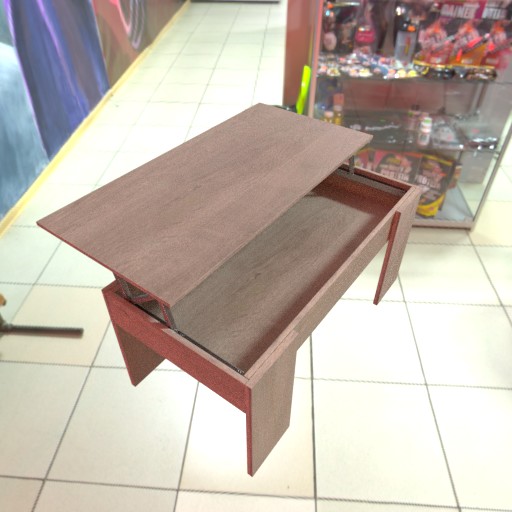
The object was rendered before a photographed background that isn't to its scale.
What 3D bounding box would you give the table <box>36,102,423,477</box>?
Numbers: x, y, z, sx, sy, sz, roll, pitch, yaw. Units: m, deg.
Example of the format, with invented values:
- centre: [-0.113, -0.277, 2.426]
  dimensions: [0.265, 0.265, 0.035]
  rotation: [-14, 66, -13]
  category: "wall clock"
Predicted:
- centre: [0.000, 0.000, 1.502]
  dimensions: [0.711, 0.570, 1.000]
  rotation: [26, 47, 27]
  category: "table"
